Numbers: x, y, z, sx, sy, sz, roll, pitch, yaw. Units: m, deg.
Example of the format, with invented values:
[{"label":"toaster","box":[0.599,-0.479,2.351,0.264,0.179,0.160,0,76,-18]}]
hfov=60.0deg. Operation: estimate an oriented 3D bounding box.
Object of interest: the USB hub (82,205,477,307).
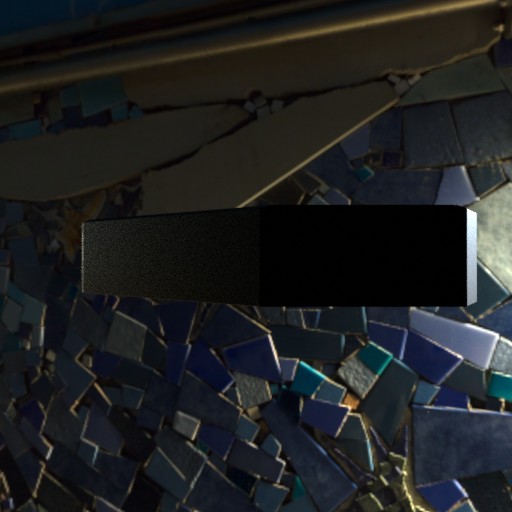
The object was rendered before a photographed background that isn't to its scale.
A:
[{"label":"USB hub","box":[0.000,0.000,0.128,0.110,0.023,0.044,0,0,35]}]
